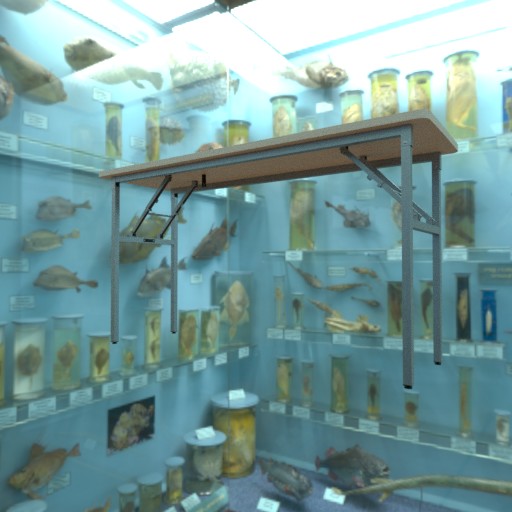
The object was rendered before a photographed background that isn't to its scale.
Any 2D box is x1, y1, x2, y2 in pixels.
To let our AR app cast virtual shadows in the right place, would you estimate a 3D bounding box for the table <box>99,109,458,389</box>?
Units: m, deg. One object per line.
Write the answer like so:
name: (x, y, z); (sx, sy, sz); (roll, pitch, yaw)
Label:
table: (0.000, 0.000, 1.729); (1.397, 0.750, 0.446); (-1, -2, 34)
